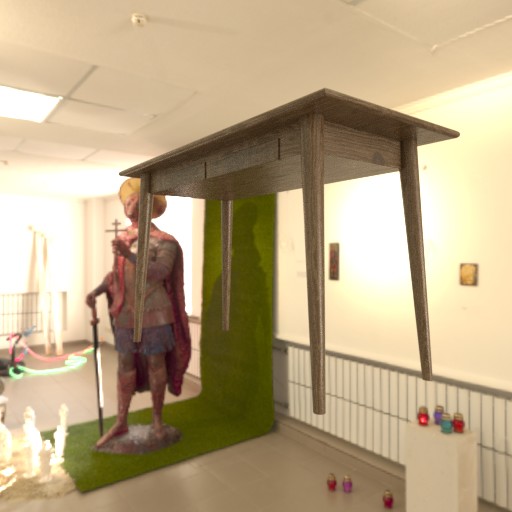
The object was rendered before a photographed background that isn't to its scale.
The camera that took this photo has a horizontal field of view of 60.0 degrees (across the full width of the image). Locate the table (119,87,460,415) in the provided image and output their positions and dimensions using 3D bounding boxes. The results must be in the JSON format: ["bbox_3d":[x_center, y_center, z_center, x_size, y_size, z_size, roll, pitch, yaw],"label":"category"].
[{"bbox_3d":[0.000,0.000,1.709,0.599,0.780,1.300,0,0,-37],"label":"table"}]
